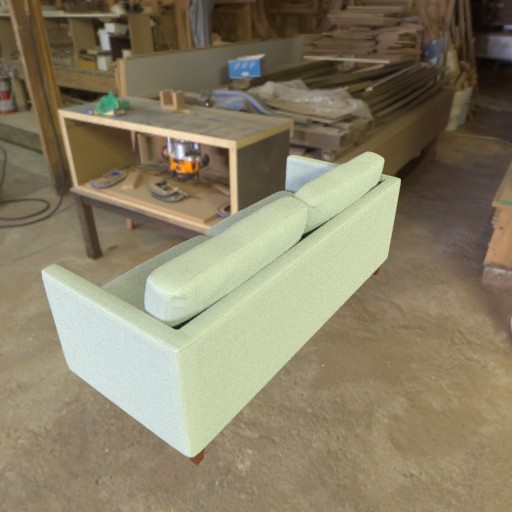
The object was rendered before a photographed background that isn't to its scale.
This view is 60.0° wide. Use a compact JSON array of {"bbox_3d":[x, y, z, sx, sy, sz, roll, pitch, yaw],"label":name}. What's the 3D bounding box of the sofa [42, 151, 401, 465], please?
[{"bbox_3d":[0.000,0.000,2.729,0.951,0.965,2.208,21,37,31],"label":"sofa"}]
